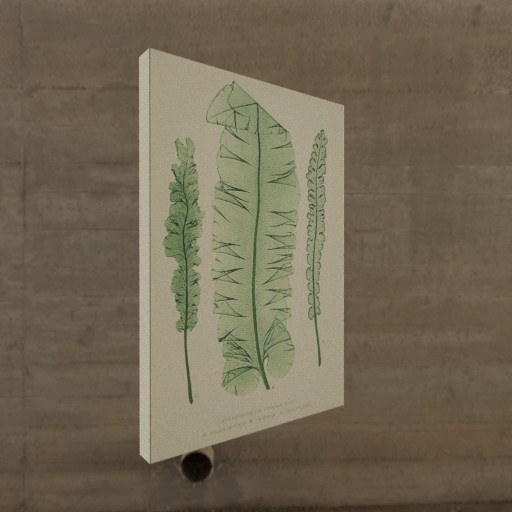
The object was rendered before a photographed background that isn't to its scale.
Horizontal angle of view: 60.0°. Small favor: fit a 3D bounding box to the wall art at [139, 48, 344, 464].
[{"bbox_3d":[0.000,0.000,0.789,0.418,0.608,0.038,0,0,-37],"label":"wall art"}]
